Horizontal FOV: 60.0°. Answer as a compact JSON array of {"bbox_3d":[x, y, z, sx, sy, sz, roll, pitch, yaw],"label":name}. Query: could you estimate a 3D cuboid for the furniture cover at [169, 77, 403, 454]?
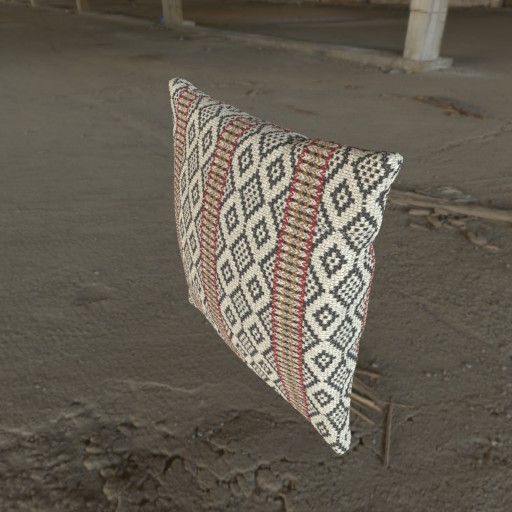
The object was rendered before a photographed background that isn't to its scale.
[{"bbox_3d":[0.000,0.000,0.761,0.182,0.506,0.503,-21,38,-30],"label":"furniture cover"}]
